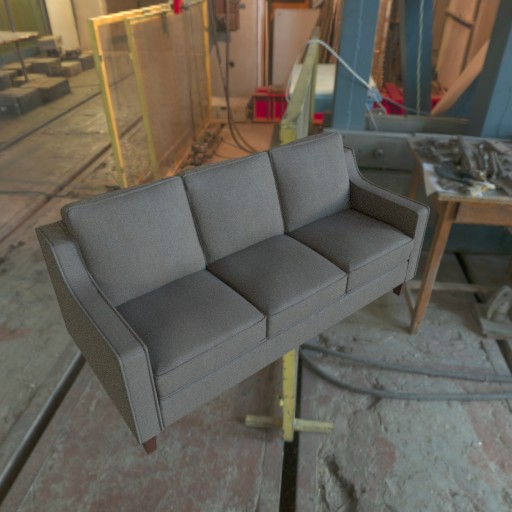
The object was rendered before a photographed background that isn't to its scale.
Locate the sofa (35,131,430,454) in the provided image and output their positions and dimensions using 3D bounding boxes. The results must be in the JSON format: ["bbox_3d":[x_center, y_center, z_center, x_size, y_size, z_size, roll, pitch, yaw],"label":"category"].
[{"bbox_3d":[0.000,0.000,2.514,1.986,0.974,0.911,-24,40,-31],"label":"sofa"}]
